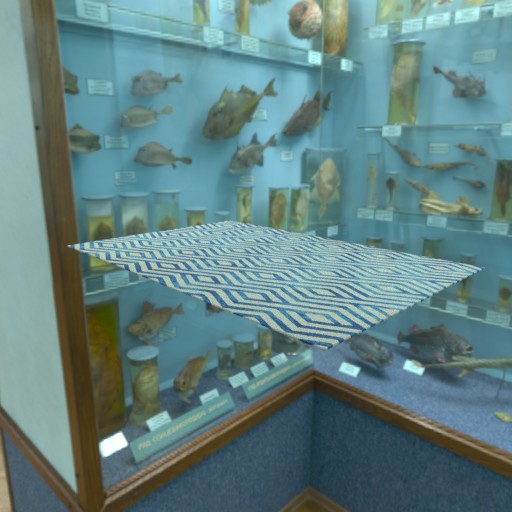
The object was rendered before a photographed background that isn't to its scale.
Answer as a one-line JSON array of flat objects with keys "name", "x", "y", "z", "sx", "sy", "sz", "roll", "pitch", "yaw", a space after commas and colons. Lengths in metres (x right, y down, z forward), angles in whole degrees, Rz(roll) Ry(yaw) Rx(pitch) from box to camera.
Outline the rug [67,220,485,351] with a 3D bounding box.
[{"name": "rug", "x": 0.000, "y": 0.000, "z": 2.304, "sx": 1.225, "sy": 0.008, "sz": 1.830, "roll": -13, "pitch": 19, "yaw": -42}]
